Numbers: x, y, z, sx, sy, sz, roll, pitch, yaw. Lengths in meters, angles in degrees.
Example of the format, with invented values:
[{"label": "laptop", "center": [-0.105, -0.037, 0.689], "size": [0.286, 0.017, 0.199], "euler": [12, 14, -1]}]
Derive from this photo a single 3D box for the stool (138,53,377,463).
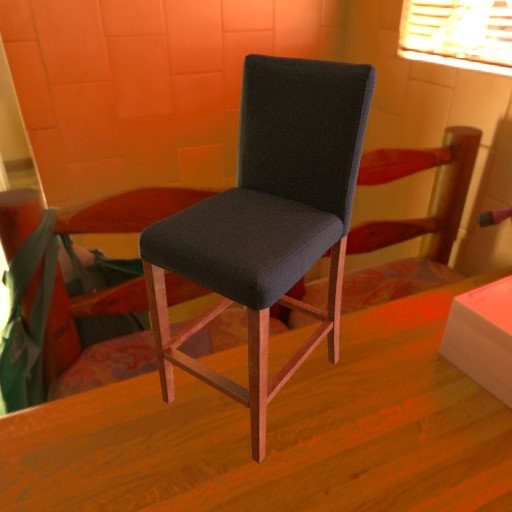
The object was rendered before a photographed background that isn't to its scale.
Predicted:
[{"label": "stool", "center": [0.000, 0.000, 1.386], "size": [0.454, 1.088, 0.574], "euler": [20, 36, 30]}]
